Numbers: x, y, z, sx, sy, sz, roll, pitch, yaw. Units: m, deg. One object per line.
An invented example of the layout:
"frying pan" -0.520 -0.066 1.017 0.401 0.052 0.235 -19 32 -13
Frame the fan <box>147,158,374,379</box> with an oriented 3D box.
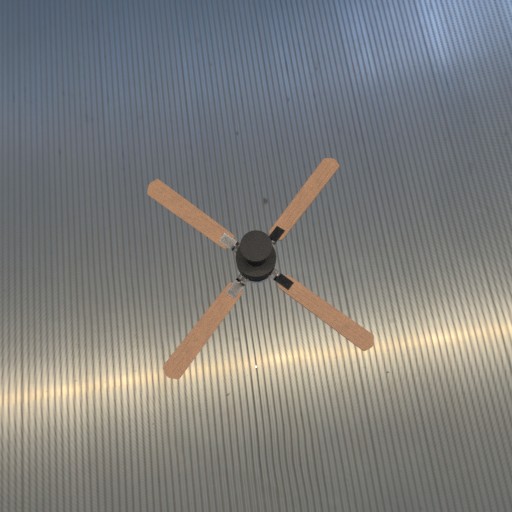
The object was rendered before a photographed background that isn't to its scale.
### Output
"fan" 0.000 0.000 2.003 1.320 0.355 1.320 36 79 8
